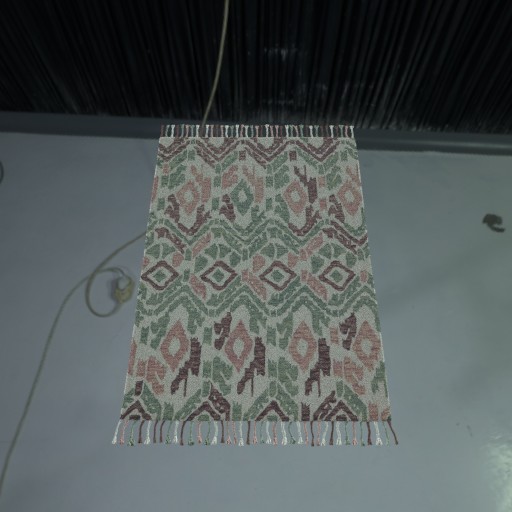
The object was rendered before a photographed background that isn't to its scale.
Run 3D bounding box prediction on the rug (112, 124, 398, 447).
[{"bbox_3d":[0.000,0.000,2.308,1.219,0.010,1.829,0,62,0],"label":"rug"}]
